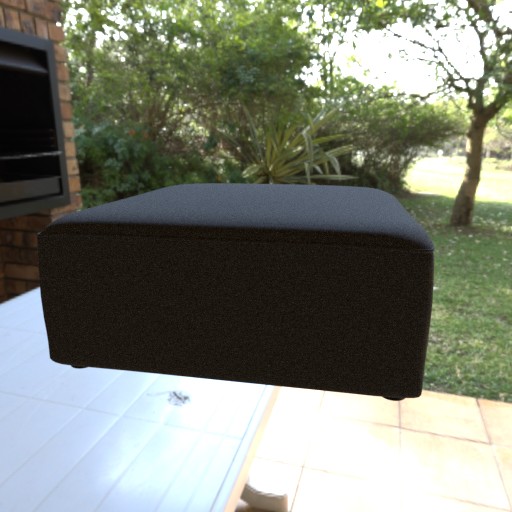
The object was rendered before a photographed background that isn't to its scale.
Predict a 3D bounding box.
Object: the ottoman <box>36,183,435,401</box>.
[{"bbox_3d":[0.000,0.000,1.574,1.015,0.464,1.005,3,15,10],"label":"ottoman"}]
